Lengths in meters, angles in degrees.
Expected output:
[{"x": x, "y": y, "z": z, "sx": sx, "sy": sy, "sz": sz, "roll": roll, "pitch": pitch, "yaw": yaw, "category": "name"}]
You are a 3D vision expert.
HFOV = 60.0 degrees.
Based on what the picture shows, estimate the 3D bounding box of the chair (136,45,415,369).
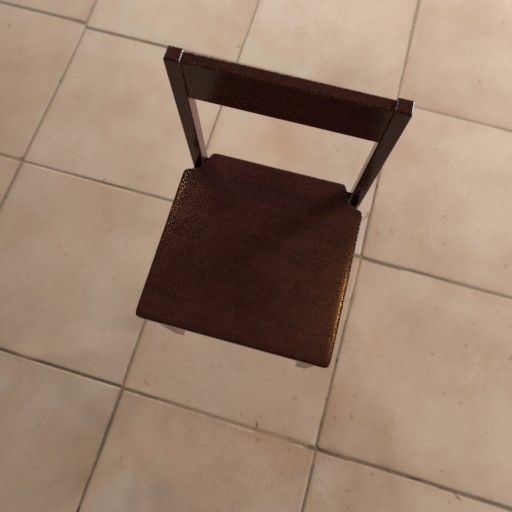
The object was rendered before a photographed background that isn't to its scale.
[{"x": 0.000, "y": 0.000, "z": 0.891, "sx": 0.367, "sy": 0.668, "sz": 0.361, "roll": 15, "pitch": 75, "yaw": 4, "category": "chair"}]
